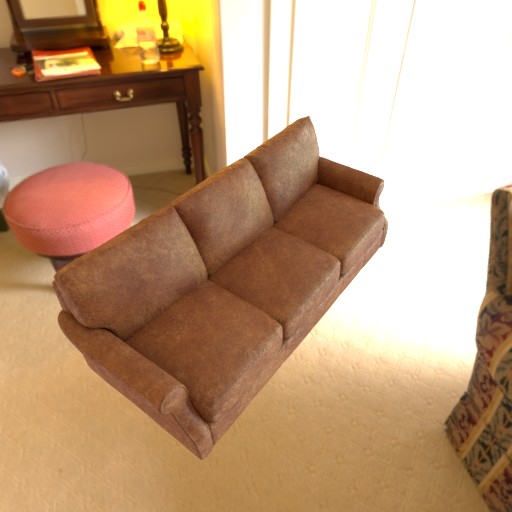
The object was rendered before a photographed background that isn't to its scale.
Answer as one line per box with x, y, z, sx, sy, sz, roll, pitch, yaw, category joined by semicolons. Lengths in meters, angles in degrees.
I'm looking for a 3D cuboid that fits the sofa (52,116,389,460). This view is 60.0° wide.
0.000;0.000;2.861;0.973;0.977;2.351;26;48;27;sofa
